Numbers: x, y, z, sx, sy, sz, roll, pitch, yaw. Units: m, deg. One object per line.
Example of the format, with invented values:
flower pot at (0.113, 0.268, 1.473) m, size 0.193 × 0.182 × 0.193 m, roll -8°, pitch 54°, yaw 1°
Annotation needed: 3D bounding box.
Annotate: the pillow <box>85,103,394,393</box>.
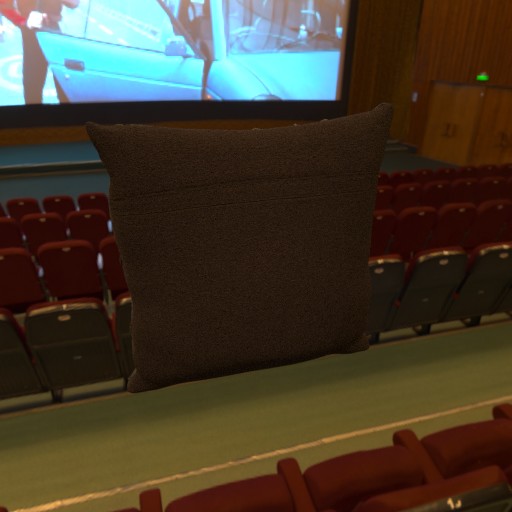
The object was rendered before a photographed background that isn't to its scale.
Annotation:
pillow at (0.000, 0.000, 0.691) m, size 0.439 × 0.440 × 0.183 m, roll -7°, pitch 27°, yaw -15°
